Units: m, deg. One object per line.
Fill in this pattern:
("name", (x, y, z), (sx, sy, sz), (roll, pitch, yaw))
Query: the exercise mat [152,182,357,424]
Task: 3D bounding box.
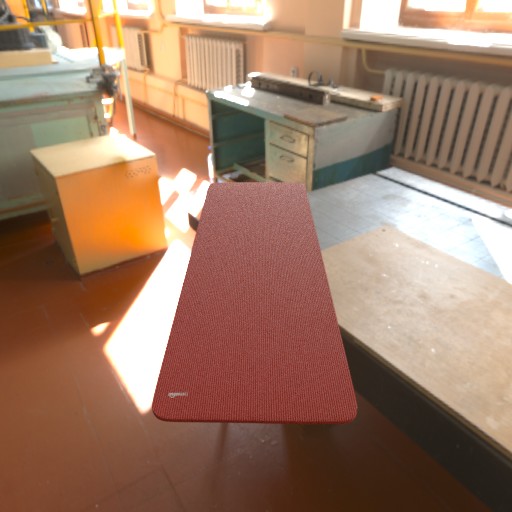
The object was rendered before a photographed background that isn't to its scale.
("exercise mat", (0.000, 0.000, 2.079), (0.616, 0.021, 1.869), (0, 31, 0))
